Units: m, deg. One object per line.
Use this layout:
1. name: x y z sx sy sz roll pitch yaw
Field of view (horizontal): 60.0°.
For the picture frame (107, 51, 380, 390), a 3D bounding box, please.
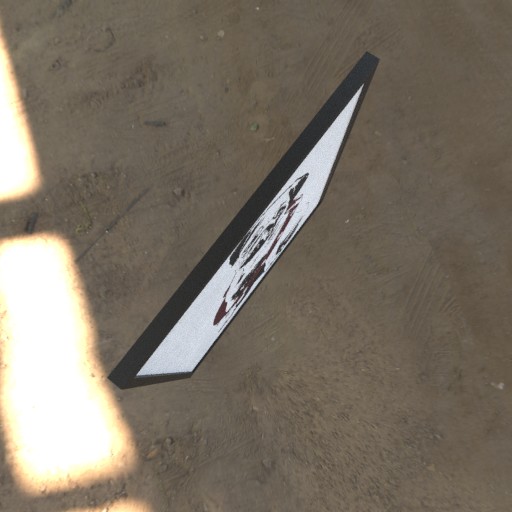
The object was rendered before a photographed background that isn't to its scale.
1. picture frame: 0.000 0.000 1.172 0.032 0.775 0.775 36 79 8
